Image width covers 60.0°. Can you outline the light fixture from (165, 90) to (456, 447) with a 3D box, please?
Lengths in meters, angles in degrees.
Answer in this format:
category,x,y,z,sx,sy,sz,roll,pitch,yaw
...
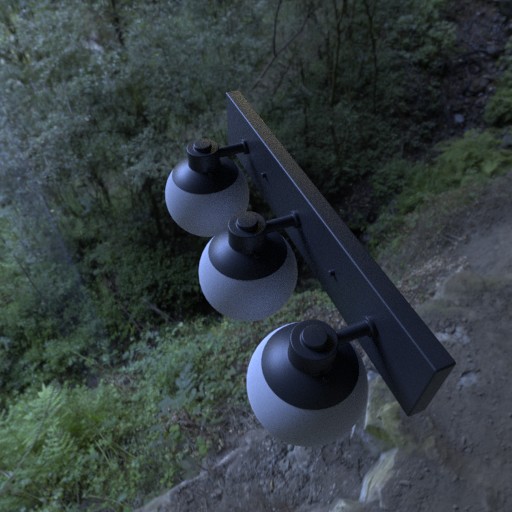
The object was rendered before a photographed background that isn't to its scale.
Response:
category,x,y,z,sx,sy,sz,roll,pitch,yaw
light fixture,0.000,0.000,0.818,0.218,0.263,0.721,-17,50,-15
